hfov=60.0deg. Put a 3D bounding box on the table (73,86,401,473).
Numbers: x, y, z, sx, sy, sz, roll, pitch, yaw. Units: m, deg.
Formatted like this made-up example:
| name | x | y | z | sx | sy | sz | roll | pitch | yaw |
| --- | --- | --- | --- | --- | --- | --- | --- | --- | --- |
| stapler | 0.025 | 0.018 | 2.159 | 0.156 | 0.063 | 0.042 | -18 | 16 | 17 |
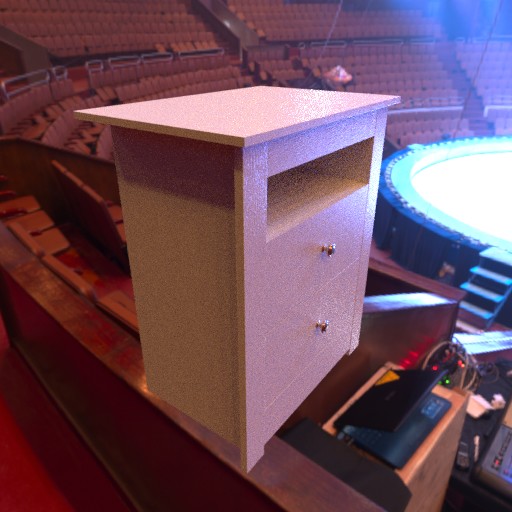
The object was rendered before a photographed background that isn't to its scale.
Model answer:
| name | x | y | z | sx | sy | sz | roll | pitch | yaw |
| --- | --- | --- | --- | --- | --- | --- | --- | --- | --- |
| table | 0.000 | 0.000 | 1.081 | 0.406 | 0.711 | 0.589 | 18 | 32 | 32 |
